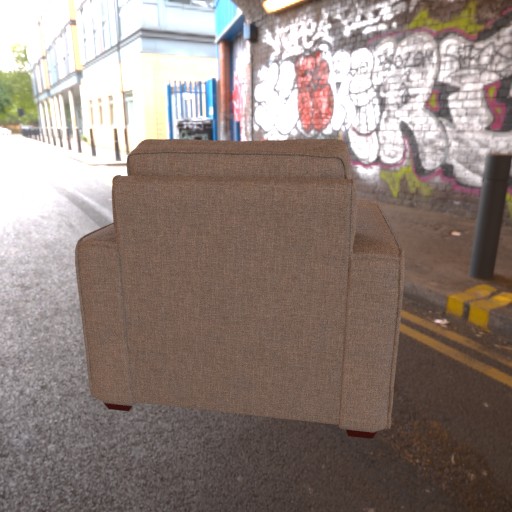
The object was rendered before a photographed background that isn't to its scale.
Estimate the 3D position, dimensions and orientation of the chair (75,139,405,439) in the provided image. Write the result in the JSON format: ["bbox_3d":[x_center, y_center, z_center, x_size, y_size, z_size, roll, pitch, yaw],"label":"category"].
[{"bbox_3d":[0.000,0.000,1.747,1.016,0.914,0.940,3,17,9],"label":"chair"}]
